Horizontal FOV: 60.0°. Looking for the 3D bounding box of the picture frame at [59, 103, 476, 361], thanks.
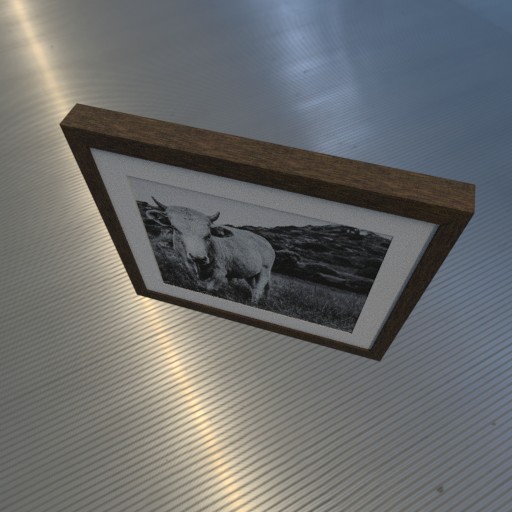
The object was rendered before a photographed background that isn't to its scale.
[{"bbox_3d":[0.000,0.000,0.534,0.378,0.330,0.033,14,57,9],"label":"picture frame"}]
